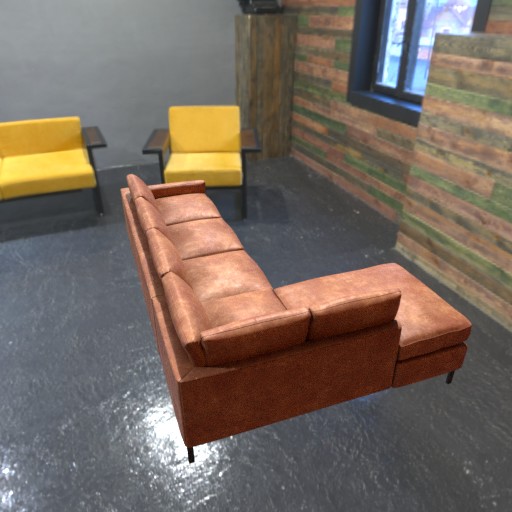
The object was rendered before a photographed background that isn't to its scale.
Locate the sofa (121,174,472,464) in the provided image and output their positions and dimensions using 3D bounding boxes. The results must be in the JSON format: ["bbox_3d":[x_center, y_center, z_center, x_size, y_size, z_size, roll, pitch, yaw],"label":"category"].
[{"bbox_3d":[0.000,0.000,3.822,1.938,0.877,2.984,-10,31,-18],"label":"sofa"}]
